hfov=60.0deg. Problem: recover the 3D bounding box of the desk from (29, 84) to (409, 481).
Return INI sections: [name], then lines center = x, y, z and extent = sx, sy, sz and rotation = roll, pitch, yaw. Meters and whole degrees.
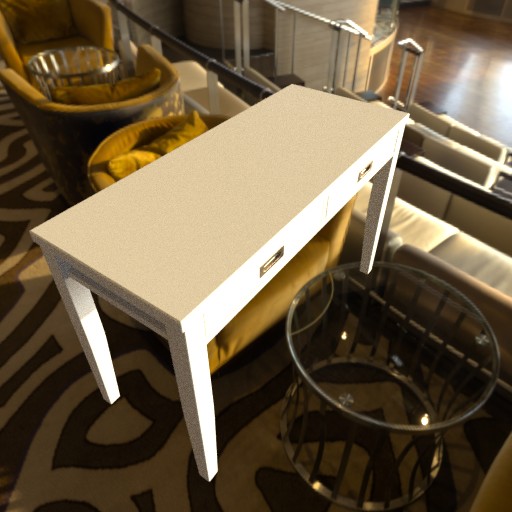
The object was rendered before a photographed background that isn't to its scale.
[desk]
center = 0.000, 0.000, 1.609
extent = 0.508, 0.775, 1.220
rotation = 25, 47, 26
